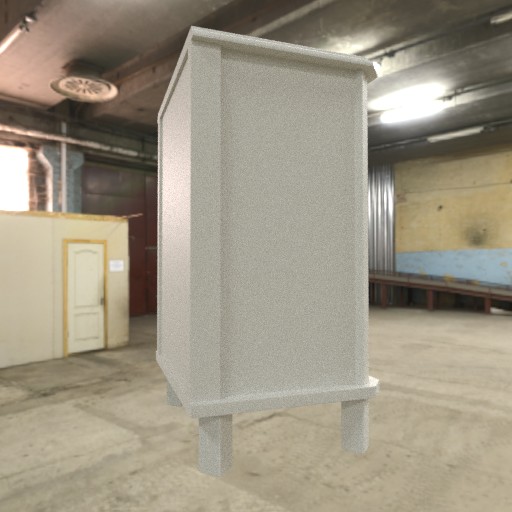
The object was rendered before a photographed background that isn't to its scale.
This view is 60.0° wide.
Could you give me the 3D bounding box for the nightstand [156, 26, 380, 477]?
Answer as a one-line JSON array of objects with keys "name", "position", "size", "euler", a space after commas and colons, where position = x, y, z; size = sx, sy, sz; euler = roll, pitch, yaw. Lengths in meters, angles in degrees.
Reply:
[{"name": "nightstand", "position": [0.000, 0.000, 0.910], "size": [0.351, 0.681, 0.435], "euler": [0, -1, -19]}]
